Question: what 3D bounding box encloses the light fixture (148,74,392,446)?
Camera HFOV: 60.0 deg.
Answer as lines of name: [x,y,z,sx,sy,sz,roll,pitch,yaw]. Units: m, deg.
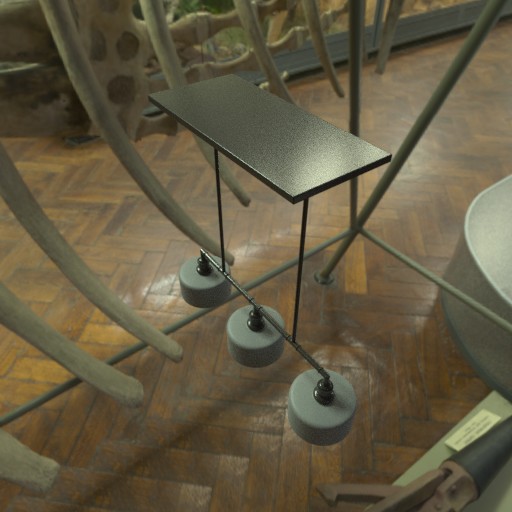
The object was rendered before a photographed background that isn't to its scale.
light fixture: [0.000,0.000,0.871,0.177,0.557,0.582,-26,47,-26]
